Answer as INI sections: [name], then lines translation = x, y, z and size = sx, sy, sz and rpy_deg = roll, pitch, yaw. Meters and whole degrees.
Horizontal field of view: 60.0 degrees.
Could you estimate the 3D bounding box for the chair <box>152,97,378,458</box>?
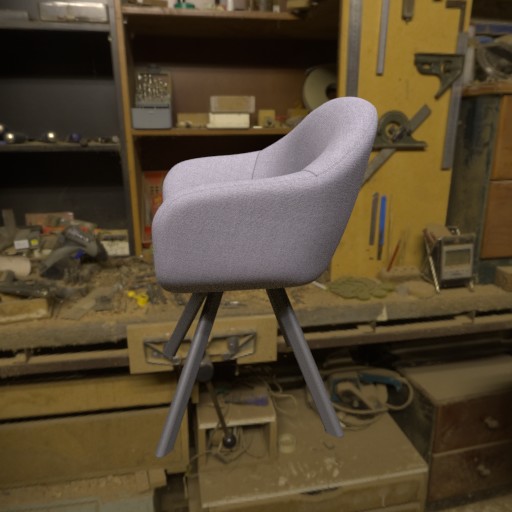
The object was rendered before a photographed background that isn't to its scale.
[chair]
translation = 0.000, 0.000, 1.172
size = 0.550, 0.795, 0.590
rpy_deg = -3, 18, -9
